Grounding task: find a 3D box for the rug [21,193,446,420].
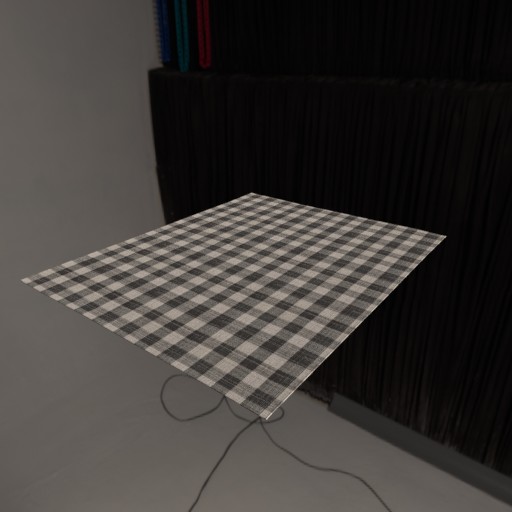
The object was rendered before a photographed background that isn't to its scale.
[{"bbox_3d":[0.000,0.000,3.964,2.432,0.013,3.021,18,30,33],"label":"rug"}]
